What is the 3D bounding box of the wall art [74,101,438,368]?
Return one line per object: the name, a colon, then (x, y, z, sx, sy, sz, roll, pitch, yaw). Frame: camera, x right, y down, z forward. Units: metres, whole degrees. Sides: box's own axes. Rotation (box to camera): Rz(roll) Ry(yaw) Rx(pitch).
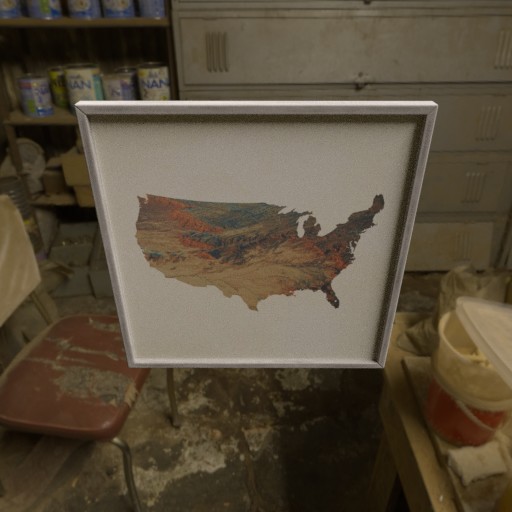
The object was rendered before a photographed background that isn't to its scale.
wall art: (0.000, 0.000, 0.453, 0.303, 0.303, 0.015, 0, 31, 0)
